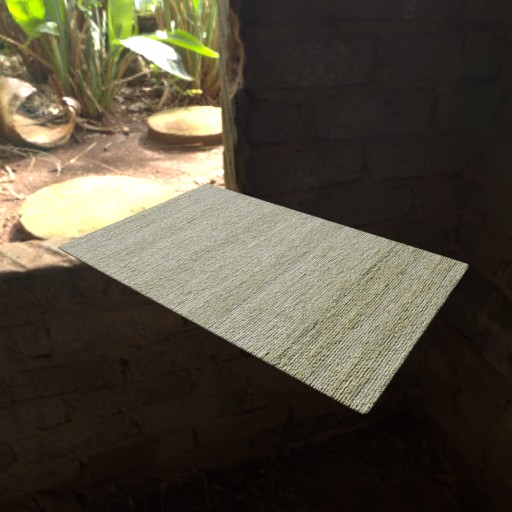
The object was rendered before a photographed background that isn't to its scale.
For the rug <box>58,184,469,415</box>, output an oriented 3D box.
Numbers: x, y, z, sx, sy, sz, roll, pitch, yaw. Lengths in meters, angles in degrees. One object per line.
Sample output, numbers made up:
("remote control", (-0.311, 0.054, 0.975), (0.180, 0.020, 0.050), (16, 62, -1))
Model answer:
("rug", (0.000, 0.000, 2.238), (1.758, 0.010, 1.143), (22, 37, 32))
